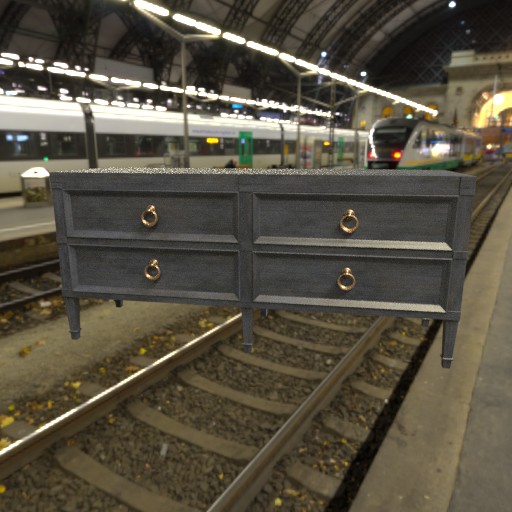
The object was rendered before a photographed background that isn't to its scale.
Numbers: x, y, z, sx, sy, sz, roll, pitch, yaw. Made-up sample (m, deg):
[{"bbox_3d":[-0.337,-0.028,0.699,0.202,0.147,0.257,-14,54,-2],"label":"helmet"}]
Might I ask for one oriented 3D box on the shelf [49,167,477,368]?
[{"bbox_3d":[0.000,0.000,1.910,1.575,0.719,0.479,2,14,10],"label":"shelf"}]
